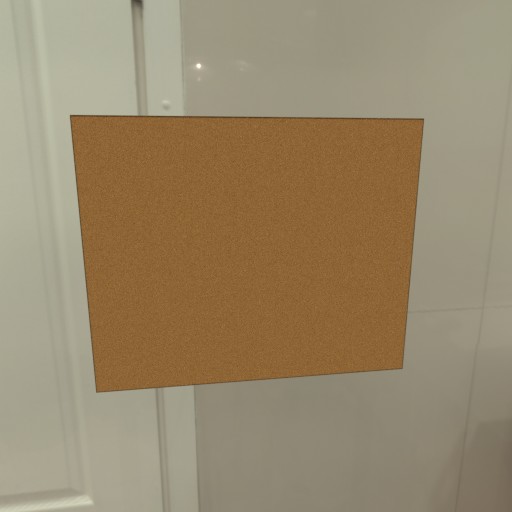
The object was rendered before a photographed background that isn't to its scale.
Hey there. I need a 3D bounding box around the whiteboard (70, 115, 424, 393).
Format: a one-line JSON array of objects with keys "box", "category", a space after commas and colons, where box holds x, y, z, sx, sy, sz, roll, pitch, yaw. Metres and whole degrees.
[{"box": [0.000, 0.000, 0.764, 0.561, 0.457, 0.029, -2, 14, -8], "category": "whiteboard"}]
